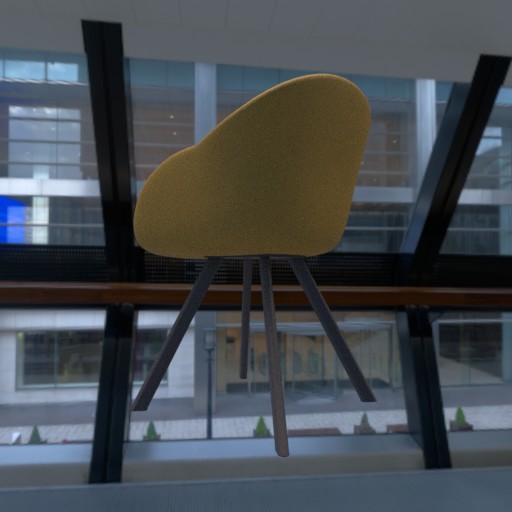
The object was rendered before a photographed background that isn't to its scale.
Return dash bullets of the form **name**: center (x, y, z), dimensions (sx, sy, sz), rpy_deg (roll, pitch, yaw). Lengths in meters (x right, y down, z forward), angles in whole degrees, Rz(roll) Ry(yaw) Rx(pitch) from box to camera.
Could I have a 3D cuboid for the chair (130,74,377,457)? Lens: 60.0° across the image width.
- **chair**: center (0.000, 0.000, 1.193), dimensions (0.583, 0.793, 0.551), rpy_deg (-1, -2, 37)
